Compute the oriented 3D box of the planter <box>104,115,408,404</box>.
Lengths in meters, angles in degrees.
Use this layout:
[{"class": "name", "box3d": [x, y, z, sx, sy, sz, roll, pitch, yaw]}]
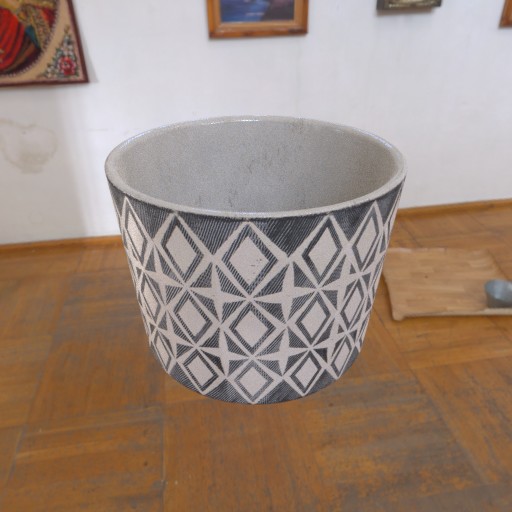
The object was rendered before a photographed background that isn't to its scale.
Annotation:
[{"class": "planter", "box3d": [0.000, 0.000, 0.452, 0.260, 0.220, 0.260, 0, 31, 0]}]
